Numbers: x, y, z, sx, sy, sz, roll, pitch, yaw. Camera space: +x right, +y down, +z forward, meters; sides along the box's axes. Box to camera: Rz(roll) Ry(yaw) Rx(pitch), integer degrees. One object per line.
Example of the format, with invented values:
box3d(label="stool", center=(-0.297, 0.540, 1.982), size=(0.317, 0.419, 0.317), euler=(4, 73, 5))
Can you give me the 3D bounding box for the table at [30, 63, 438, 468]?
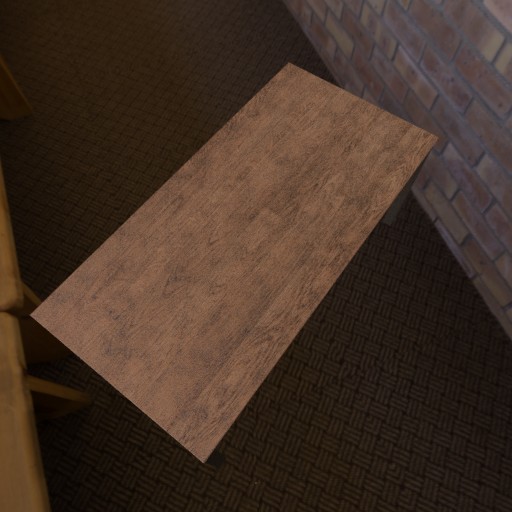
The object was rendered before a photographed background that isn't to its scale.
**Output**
box3d(label="table", center=(0.000, 0.000, 2.309), size=(0.893, 0.767, 1.805), euler=(33, 68, 16))
